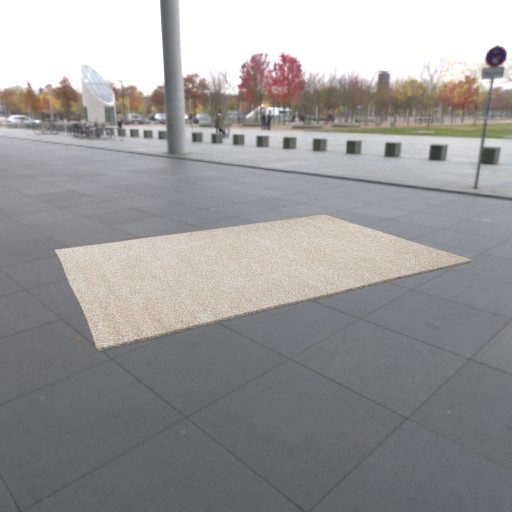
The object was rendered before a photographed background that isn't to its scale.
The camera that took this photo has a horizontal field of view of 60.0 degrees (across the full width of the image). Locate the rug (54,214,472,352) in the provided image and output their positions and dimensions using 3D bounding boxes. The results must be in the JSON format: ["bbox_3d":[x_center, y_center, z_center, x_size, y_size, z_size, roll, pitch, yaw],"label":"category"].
[{"bbox_3d":[0.000,0.000,3.435,2.699,0.025,1.800,-10,20,-28],"label":"rug"}]
